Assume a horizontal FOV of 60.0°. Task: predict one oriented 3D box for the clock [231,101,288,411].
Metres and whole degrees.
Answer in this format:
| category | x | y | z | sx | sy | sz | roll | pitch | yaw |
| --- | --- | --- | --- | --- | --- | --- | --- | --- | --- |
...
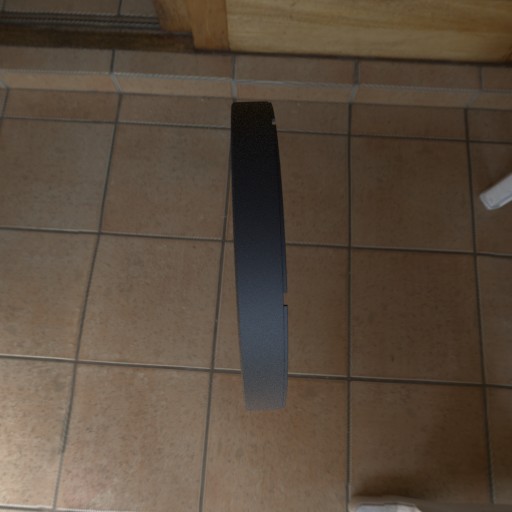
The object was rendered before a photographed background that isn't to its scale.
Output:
| category | x | y | z | sx | sy | sz | roll | pitch | yaw |
| --- | --- | --- | --- | --- | --- | --- | --- | --- | --- |
| clock | 0.000 | 0.000 | 0.445 | 0.040 | 0.293 | 0.293 | -2 | 75 | -1 |
